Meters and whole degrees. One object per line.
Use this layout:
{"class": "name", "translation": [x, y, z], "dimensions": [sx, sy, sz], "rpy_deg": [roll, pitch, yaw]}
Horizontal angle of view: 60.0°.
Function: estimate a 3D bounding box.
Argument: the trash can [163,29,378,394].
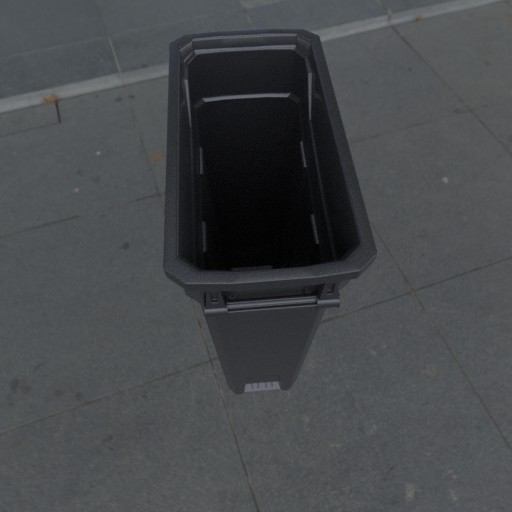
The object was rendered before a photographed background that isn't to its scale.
{"class": "trash can", "translation": [0.000, 0.000, 1.026], "dimensions": [0.281, 0.762, 0.559], "rpy_deg": [-4, 59, -3]}
